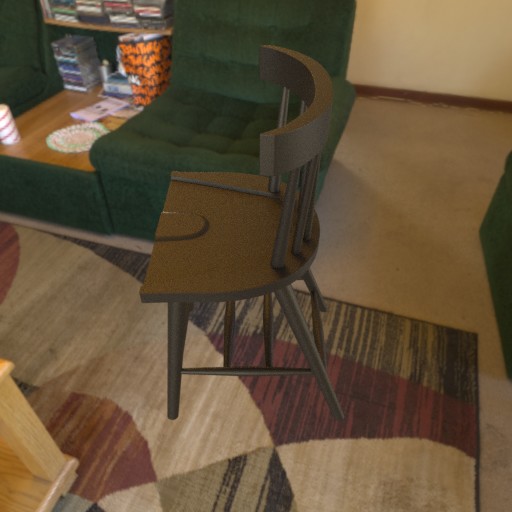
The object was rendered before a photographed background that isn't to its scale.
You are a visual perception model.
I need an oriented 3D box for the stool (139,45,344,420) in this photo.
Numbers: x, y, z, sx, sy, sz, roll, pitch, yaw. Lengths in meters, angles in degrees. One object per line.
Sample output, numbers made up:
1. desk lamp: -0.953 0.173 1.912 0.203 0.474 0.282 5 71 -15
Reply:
1. stool: 0.000 0.000 1.217 0.549 0.953 0.494 0 42 0
